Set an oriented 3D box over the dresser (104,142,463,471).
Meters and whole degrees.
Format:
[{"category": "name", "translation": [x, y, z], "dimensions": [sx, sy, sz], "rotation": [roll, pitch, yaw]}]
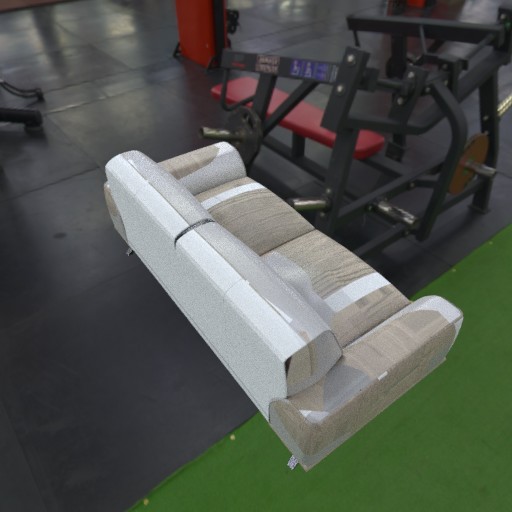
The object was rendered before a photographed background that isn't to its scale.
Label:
[{"category": "dresser", "translation": [0.000, 0.000, 5.773], "dimensions": [2.251, 1.863, 4.679], "rotation": [-26, 49, -26]}]
